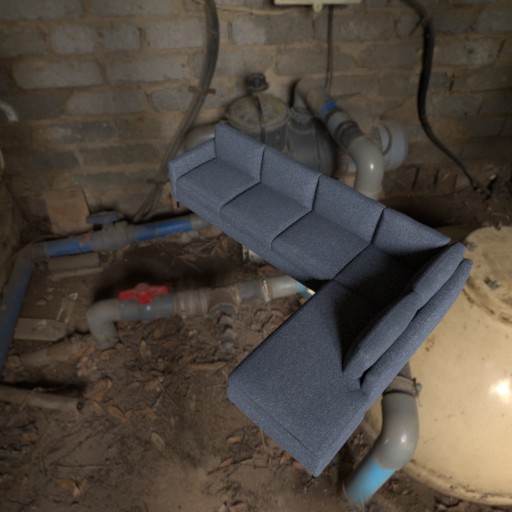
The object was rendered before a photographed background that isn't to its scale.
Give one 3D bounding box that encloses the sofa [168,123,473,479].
[{"bbox_3d":[0.000,0.000,3.840,2.949,0.815,2.007,34,55,29],"label":"sofa"}]
